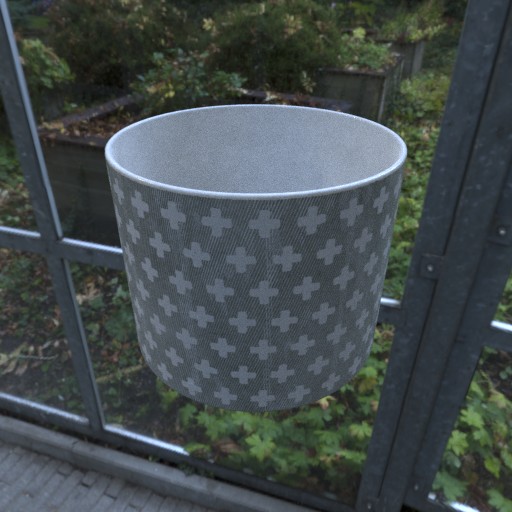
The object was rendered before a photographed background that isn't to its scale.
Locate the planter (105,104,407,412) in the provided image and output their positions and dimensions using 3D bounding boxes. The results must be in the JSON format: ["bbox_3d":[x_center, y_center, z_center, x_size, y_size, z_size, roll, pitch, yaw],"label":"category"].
[{"bbox_3d":[0.000,0.000,0.442,0.250,0.239,0.250,0,31,0],"label":"planter"}]
